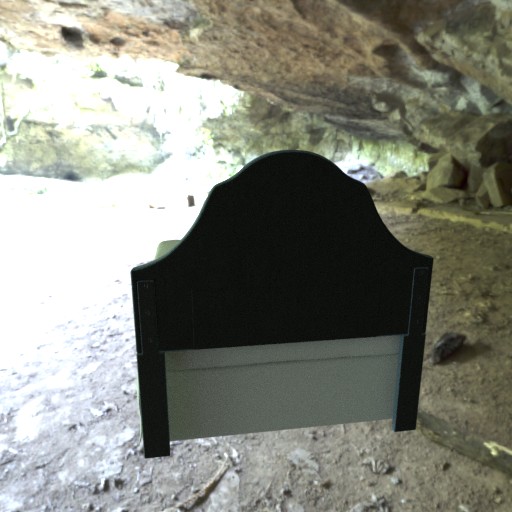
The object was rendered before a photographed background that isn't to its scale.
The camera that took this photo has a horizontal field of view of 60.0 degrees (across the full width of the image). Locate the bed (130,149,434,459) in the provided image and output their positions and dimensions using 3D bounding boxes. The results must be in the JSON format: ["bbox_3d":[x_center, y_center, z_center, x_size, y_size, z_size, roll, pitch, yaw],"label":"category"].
[{"bbox_3d":[0.000,0.000,3.261,1.636,1.575,2.155,-2,15,-9],"label":"bed"}]
